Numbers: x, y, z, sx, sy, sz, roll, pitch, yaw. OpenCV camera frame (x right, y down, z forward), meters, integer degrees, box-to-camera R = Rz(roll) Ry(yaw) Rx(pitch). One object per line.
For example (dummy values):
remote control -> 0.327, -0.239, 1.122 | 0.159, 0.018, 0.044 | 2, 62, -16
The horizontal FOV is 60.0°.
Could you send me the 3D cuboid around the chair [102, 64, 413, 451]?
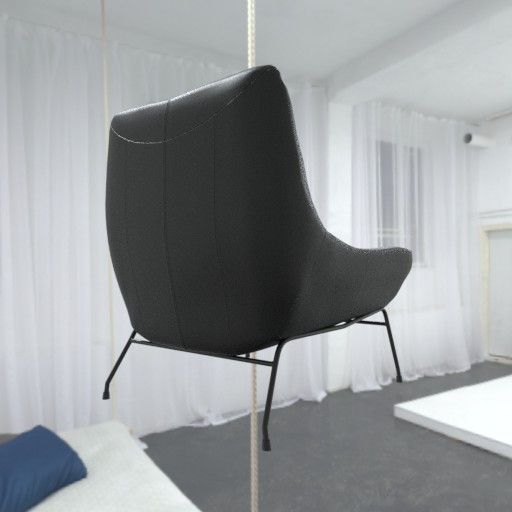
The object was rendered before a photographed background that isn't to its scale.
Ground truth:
chair -> 0.000, 0.000, 1.538 | 0.836, 0.922, 0.826 | -1, -1, 37
